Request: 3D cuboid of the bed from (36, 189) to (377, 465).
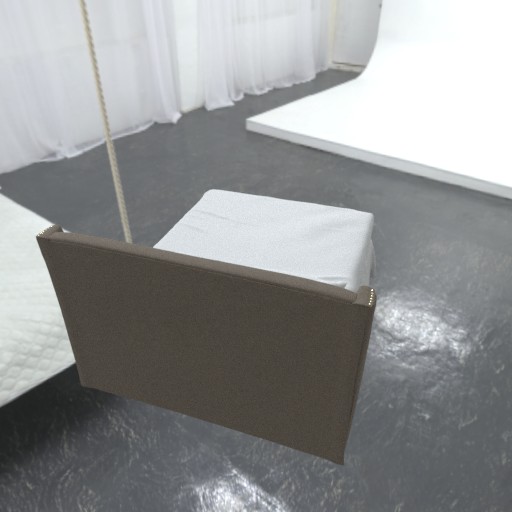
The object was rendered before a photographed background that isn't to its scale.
[{"bbox_3d":[0.000,0.000,3.505,1.925,1.332,2.276,11,35,16],"label":"bed"}]
